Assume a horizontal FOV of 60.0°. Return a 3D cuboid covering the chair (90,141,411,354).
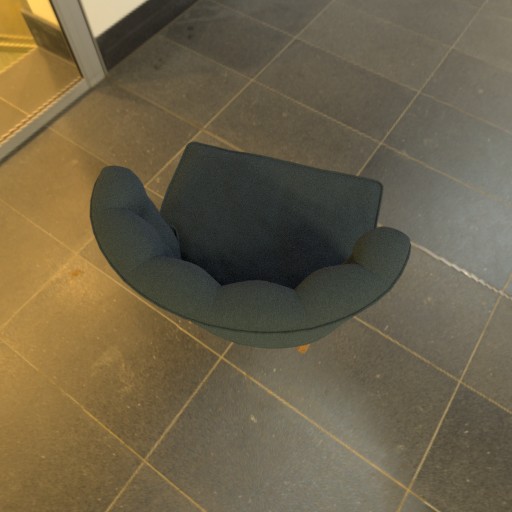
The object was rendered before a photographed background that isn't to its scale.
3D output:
[{"bbox_3d":[0.000,0.000,1.351,0.740,0.771,0.718,14,63,7],"label":"chair"}]
